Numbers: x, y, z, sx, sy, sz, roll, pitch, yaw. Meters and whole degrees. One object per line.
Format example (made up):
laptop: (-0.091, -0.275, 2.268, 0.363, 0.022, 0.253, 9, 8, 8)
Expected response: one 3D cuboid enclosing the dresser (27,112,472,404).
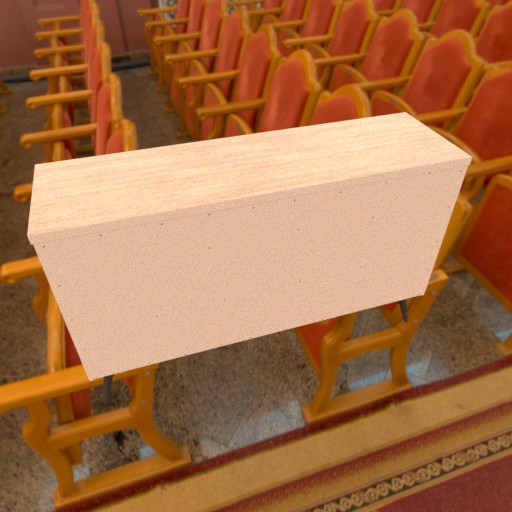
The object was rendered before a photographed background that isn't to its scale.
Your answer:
dresser: (0.000, 0.000, 1.906, 1.524, 0.914, 0.457, -12, 41, -14)
